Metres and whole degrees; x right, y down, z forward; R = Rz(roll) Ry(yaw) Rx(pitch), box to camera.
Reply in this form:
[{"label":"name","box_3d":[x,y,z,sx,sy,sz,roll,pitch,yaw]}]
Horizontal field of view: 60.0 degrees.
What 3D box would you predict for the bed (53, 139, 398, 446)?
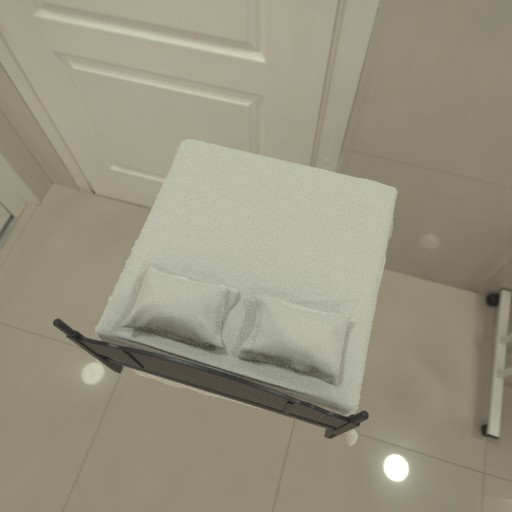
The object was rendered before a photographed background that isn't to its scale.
[{"label":"bed","box_3d":[0.000,0.000,3.580,2.322,1.355,2.219,15,65,7]}]
